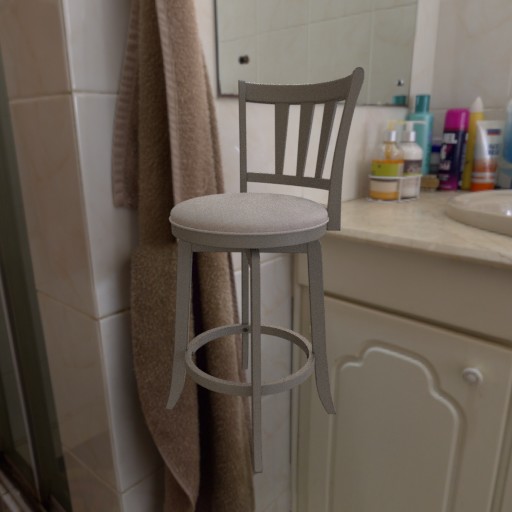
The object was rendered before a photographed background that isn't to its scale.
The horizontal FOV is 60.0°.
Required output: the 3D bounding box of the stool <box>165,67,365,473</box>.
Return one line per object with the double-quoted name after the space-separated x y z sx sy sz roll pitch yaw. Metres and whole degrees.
0.000 0.000 1.272 0.450 0.994 0.486 15 22 42 "stool"
